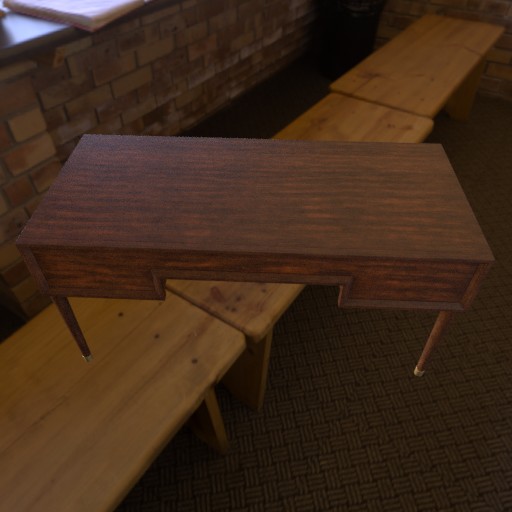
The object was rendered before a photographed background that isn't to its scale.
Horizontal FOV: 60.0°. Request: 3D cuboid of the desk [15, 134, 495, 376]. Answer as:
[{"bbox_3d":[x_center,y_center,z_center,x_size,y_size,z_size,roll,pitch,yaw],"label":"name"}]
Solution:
[{"bbox_3d":[0.000,0.000,1.975,1.575,0.762,0.724,2,45,2],"label":"desk"}]
